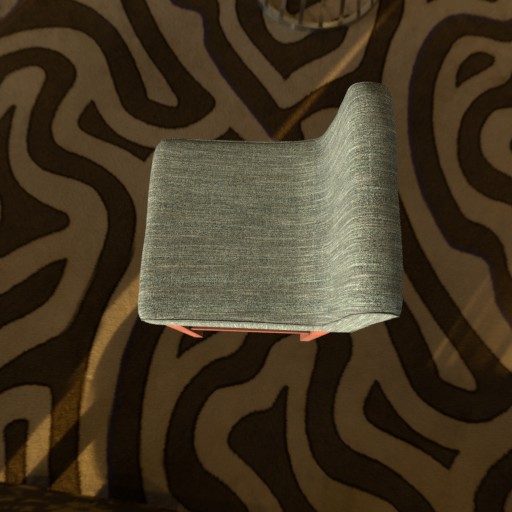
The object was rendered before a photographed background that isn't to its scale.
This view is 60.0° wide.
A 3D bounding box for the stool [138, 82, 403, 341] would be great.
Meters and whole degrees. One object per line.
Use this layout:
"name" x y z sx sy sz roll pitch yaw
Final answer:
"stool" 0.000 0.000 1.207 0.499 0.965 0.426 2 75 1
